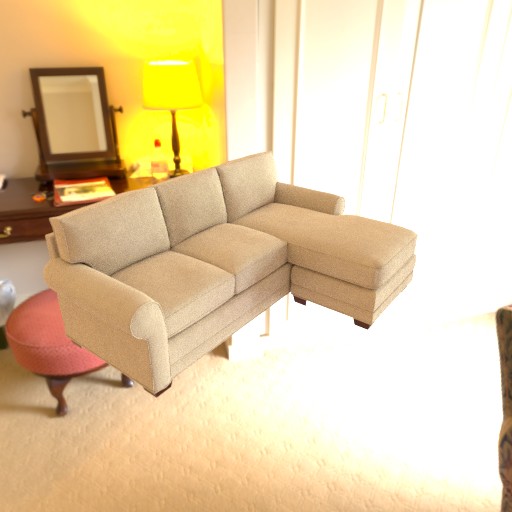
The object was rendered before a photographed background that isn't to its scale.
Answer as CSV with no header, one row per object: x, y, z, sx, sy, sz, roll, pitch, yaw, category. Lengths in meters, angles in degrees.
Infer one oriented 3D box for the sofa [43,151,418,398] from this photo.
0.000,0.000,2.378,1.226,0.734,1.770,19,32,33,sofa
